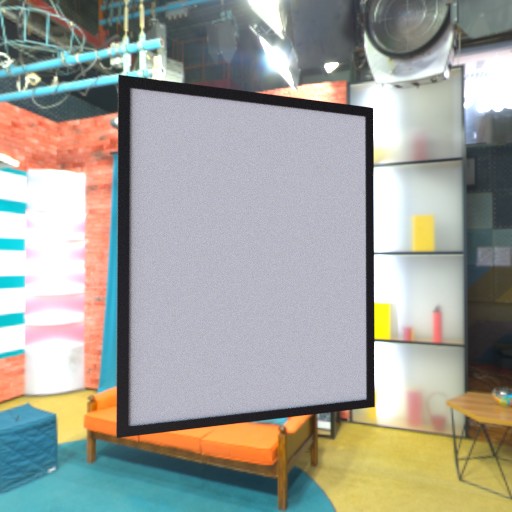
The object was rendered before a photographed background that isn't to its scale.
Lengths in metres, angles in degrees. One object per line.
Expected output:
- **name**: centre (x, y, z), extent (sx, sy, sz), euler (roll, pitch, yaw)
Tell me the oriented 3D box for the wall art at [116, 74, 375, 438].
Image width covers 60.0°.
- **wall art**: centre (0.000, 0.000, 0.544), extent (0.325, 0.397, 0.018), euler (0, -1, -19)
